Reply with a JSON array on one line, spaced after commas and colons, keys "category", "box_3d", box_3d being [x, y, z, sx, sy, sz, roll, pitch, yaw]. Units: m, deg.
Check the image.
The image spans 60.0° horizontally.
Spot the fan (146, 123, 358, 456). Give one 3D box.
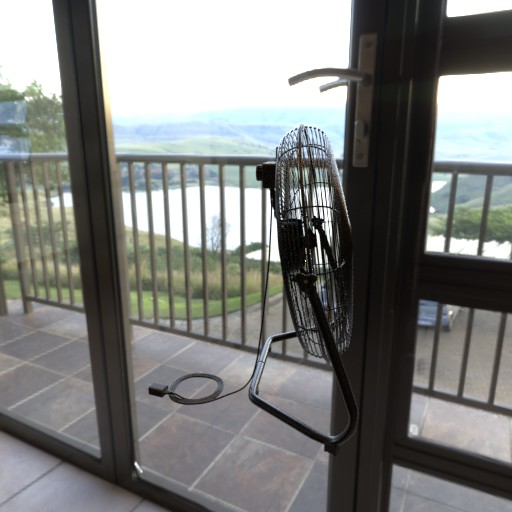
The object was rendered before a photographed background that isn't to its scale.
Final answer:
[{"category": "fan", "box_3d": [0.000, 0.000, 0.955, 0.424, 0.546, 0.555, 2, 15, 9]}]
